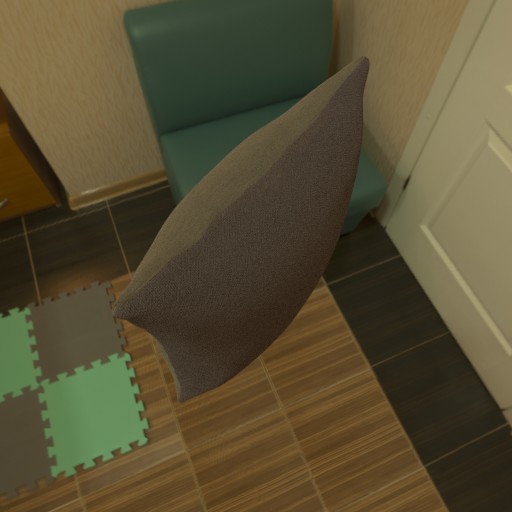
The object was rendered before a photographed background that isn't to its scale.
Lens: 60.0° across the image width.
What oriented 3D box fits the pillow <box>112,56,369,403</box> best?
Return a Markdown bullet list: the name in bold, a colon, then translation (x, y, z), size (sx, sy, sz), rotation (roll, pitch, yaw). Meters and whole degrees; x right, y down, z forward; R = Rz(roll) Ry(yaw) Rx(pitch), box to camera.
- **pillow**: translation (0.000, 0.000, 0.680), size (0.204, 0.439, 0.452), rotation (35, 67, 17)
